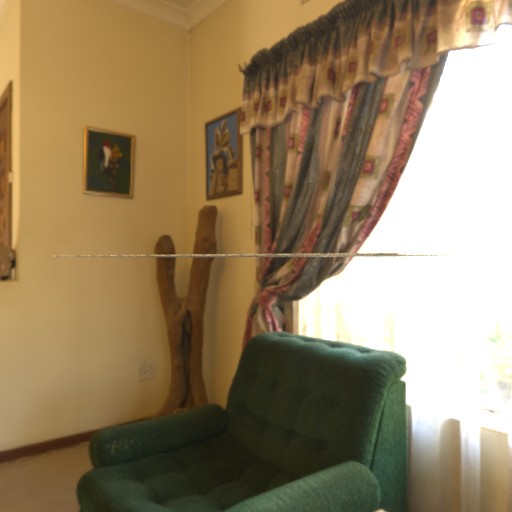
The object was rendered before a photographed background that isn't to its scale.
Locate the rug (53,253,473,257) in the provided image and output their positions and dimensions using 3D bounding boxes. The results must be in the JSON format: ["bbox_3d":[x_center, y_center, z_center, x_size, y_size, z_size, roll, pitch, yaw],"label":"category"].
[{"bbox_3d":[0.000,0.000,2.046,1.652,0.006,1.035,0,0,36],"label":"rug"}]
